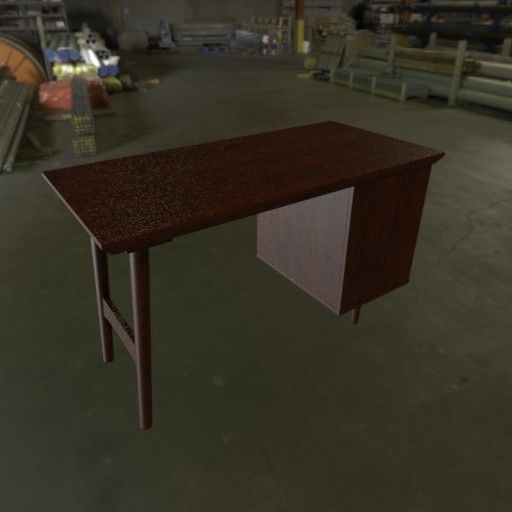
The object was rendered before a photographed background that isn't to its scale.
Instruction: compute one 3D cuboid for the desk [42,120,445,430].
[{"bbox_3d":[0.000,0.000,1.727,1.277,0.758,0.612,-19,35,-30],"label":"desk"}]
